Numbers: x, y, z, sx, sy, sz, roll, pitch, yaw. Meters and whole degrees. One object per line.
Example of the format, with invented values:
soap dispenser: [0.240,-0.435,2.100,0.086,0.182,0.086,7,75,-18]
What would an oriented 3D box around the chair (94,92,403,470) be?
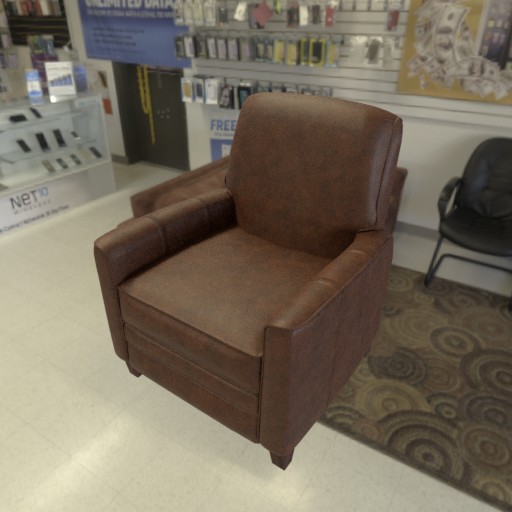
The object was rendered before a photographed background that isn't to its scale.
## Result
chair: [0.000,0.000,1.617,0.839,1.010,0.850,20,35,30]
